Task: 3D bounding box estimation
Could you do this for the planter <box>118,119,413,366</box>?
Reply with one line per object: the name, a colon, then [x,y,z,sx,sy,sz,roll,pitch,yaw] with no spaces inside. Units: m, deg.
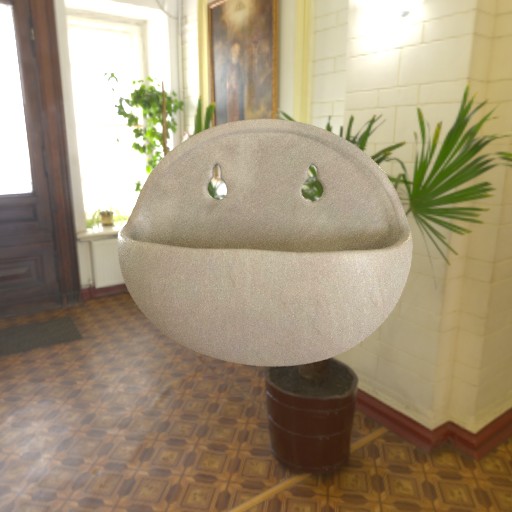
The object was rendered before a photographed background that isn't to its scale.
planter: [0.000,0.000,0.271,0.190,0.164,0.073,2,14,9]
